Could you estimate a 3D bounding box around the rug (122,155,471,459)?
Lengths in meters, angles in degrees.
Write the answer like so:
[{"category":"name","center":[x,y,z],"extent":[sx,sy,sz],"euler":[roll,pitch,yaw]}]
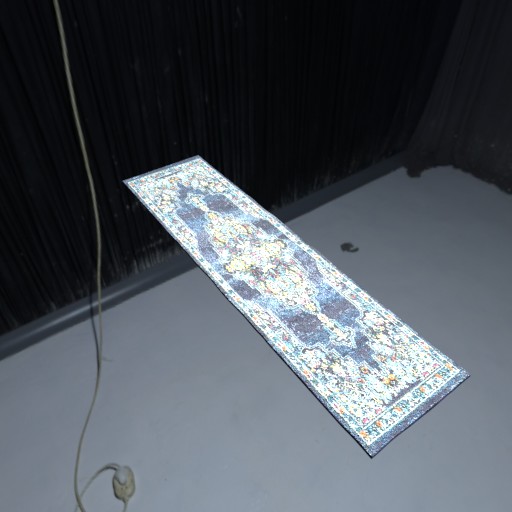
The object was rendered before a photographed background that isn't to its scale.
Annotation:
[{"category":"rug","center":[0.000,0.000,2.428],"extent":[0.602,0.016,2.283],"euler":[-26,48,-26]}]
